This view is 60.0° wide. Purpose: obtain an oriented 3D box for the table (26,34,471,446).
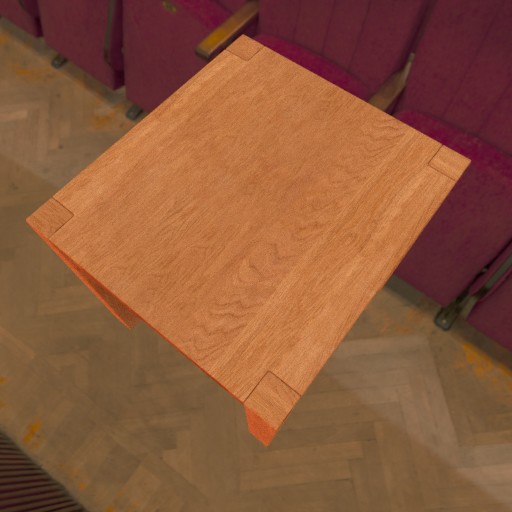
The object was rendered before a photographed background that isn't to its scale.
[{"bbox_3d":[0.000,0.000,0.840,0.440,0.450,0.480,36,70,15],"label":"table"}]
